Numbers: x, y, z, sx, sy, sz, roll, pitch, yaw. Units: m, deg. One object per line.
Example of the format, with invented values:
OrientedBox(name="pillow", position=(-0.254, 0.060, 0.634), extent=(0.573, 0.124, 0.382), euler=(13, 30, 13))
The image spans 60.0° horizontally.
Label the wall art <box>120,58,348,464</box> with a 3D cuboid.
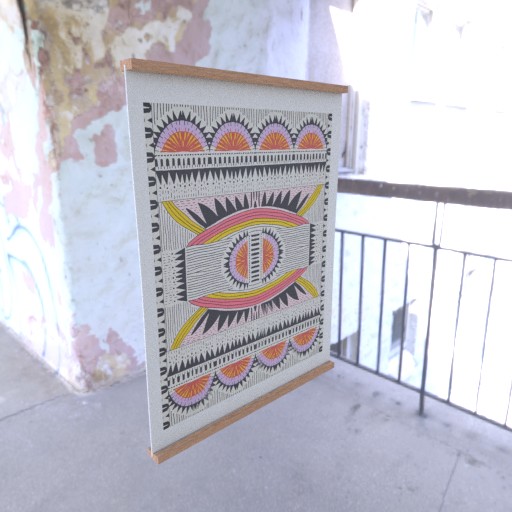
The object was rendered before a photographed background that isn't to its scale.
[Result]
OrientedBox(name="wall art", position=(0.000, 0.000, 0.695), extent=(0.403, 0.527, 0.028), euler=(-13, 20, -41))
